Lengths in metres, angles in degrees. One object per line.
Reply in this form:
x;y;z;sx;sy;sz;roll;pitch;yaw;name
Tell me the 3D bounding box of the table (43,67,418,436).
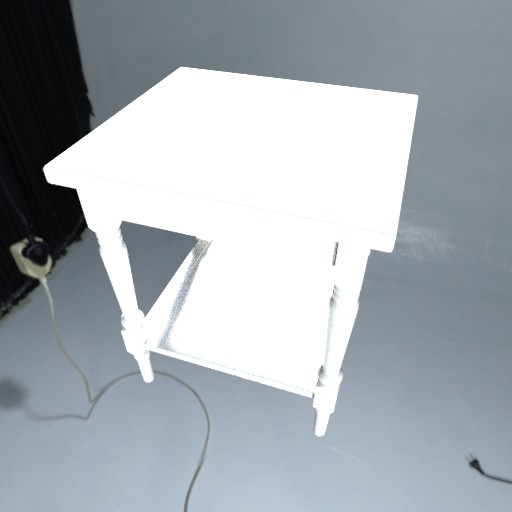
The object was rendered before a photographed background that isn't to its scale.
0.000;0.000;0.908;0.488;0.565;0.442;13;43;14;table
